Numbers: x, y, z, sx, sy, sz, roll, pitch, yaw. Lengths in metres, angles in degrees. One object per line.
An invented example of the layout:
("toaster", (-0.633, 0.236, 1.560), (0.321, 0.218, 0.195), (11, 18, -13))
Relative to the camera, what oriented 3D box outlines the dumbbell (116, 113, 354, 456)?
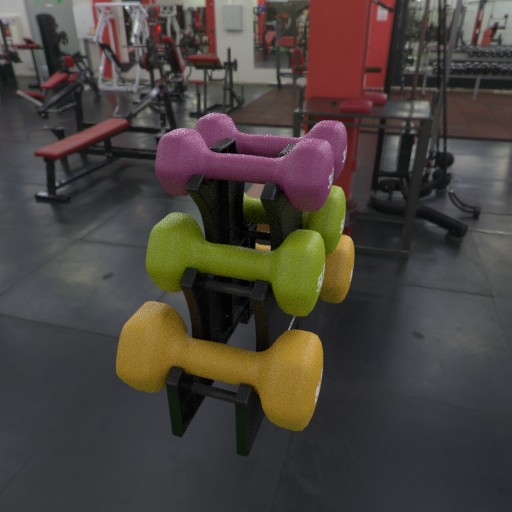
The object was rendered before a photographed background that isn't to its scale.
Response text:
("dumbbell", (0.000, 0.000, 0.477), (0.190, 0.271, 0.300), (9, 30, 16))
